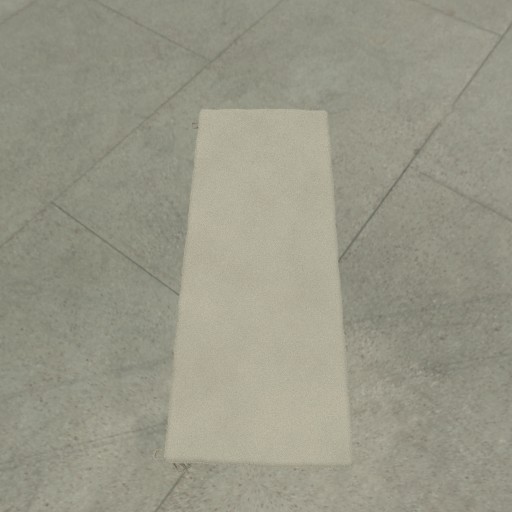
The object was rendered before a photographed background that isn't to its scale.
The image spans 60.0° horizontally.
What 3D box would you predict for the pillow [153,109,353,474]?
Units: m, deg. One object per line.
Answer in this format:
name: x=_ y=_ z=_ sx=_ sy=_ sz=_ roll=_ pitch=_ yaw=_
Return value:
pillow: x=0.000 y=0.000 z=1.335 sx=0.492 sy=0.081 sz=1.187 roll=1 pitch=63 yaw=0
